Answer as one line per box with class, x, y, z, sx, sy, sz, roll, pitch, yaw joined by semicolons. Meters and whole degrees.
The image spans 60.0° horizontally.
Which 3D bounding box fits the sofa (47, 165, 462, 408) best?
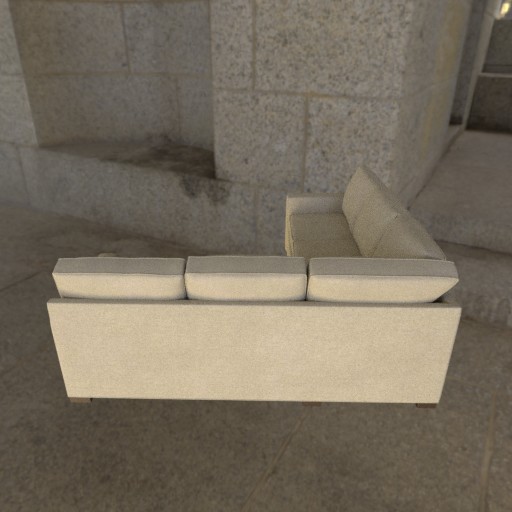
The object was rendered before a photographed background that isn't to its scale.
sofa;0.000;0.000;3.382;2.211;0.936;2.188;0;26;1
